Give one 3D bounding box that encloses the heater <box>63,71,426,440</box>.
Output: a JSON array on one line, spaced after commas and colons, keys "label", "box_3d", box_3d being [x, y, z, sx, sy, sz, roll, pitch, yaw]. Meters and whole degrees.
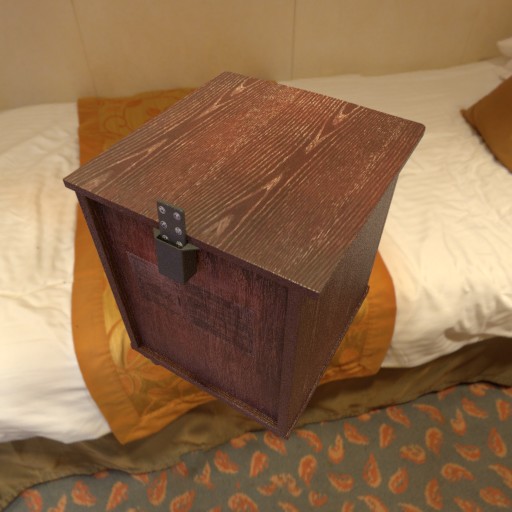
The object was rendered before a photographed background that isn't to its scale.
[{"label": "heater", "box_3d": [0.000, 0.000, 0.755, 0.362, 0.481, 0.400, 24, 51, 21]}]
